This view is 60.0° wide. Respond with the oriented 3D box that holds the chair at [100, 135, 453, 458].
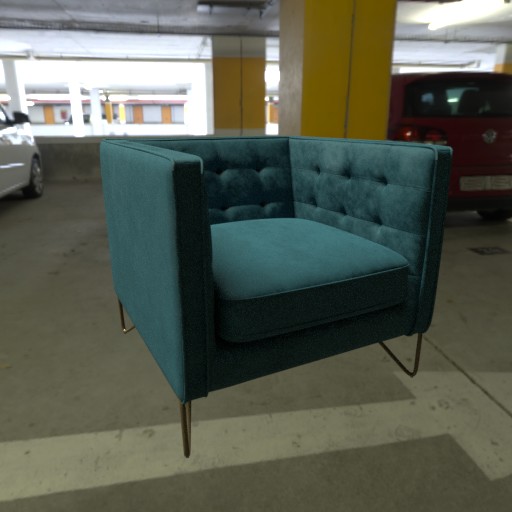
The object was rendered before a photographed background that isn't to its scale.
[{"bbox_3d":[0.000,0.000,1.569,0.880,0.790,0.894,-9,19,-27],"label":"chair"}]
